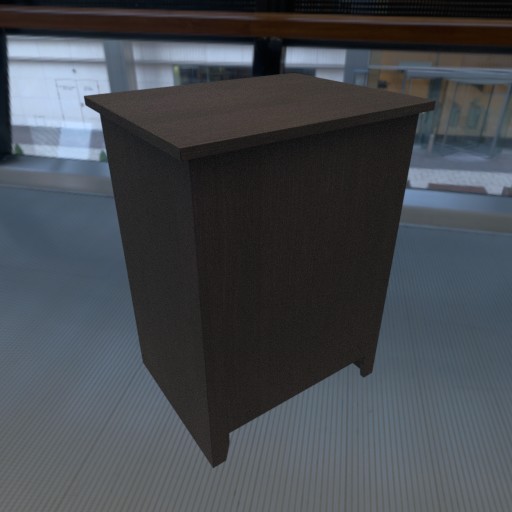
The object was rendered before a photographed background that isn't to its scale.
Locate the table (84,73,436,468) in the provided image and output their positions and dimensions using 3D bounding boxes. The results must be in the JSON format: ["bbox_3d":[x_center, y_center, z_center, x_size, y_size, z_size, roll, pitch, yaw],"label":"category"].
[{"bbox_3d":[0.000,0.000,0.929,0.480,0.635,0.381,-19,35,-29],"label":"table"}]
